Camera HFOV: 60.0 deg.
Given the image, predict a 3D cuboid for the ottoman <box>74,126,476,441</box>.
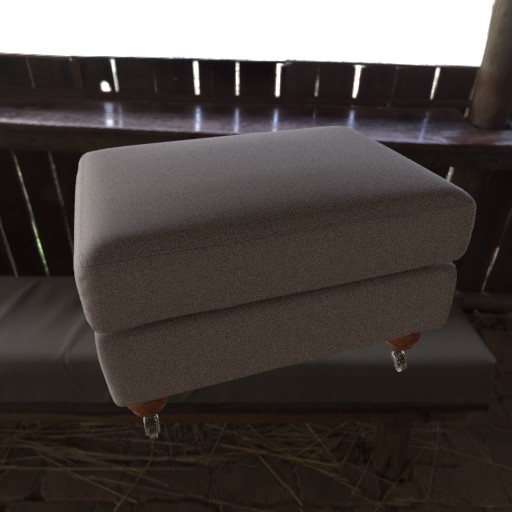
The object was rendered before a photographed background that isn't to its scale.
[{"bbox_3d":[0.000,0.000,1.085,0.773,0.497,0.574,-10,33,-16],"label":"ottoman"}]
